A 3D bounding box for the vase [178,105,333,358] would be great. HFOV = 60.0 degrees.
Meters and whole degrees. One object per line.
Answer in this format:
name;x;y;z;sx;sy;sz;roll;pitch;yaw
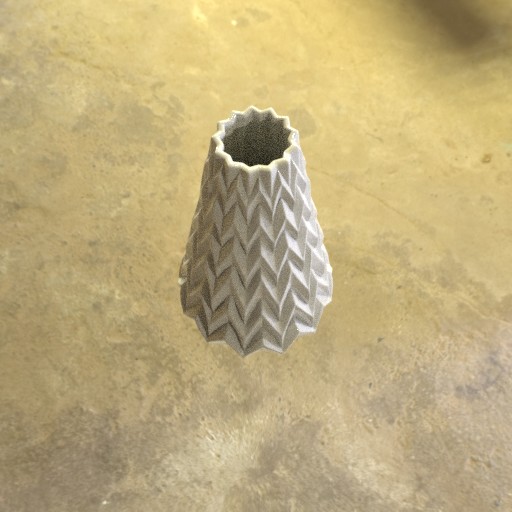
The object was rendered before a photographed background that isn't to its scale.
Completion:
vase;0.000;0.000;0.423;0.167;0.328;0.167;0;64;0
